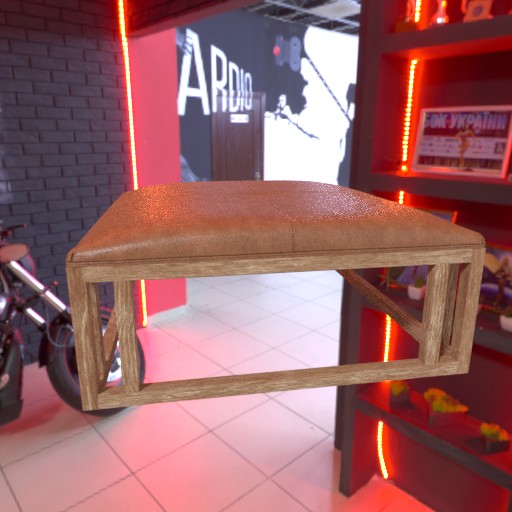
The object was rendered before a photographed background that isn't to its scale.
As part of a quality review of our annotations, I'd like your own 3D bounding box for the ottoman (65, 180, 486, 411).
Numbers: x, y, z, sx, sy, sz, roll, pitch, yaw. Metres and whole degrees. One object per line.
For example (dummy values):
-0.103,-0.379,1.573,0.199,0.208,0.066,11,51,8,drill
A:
0.000,0.000,1.551,1.013,0.442,1.016,-3,16,-10,ottoman
